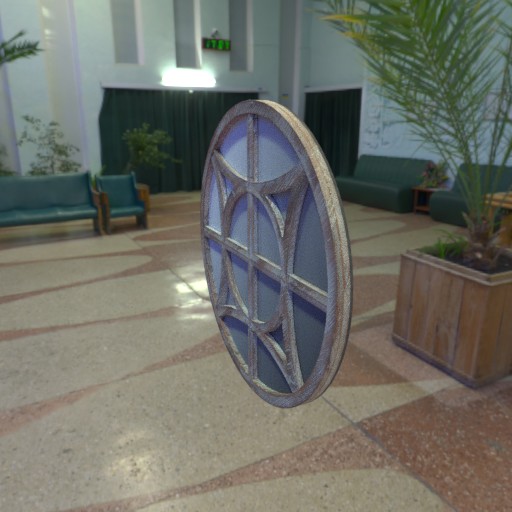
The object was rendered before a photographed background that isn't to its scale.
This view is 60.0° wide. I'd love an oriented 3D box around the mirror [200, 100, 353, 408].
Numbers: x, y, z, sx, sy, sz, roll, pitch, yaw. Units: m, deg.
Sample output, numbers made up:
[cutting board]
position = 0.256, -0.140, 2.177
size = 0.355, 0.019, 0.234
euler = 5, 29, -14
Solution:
[mirror]
position = 0.000, 0.000, 1.071
size = 0.038, 0.710, 0.710
euler = -8, 18, -25
